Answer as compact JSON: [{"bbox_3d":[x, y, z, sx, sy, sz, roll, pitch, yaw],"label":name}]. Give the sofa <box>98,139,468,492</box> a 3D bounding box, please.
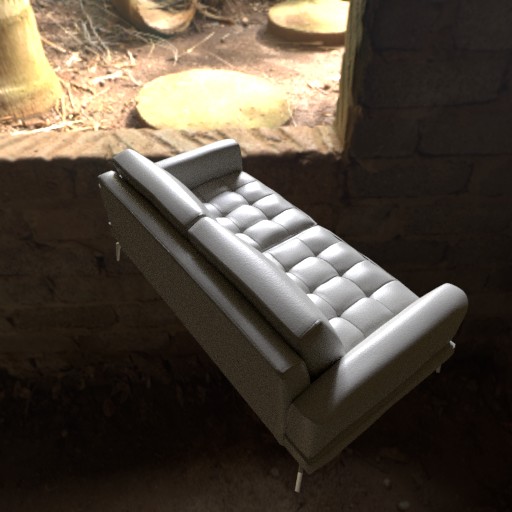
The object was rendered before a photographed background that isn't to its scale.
[{"bbox_3d":[0.000,0.000,2.653,1.121,0.930,2.177,-27,49,-27],"label":"sofa"}]
